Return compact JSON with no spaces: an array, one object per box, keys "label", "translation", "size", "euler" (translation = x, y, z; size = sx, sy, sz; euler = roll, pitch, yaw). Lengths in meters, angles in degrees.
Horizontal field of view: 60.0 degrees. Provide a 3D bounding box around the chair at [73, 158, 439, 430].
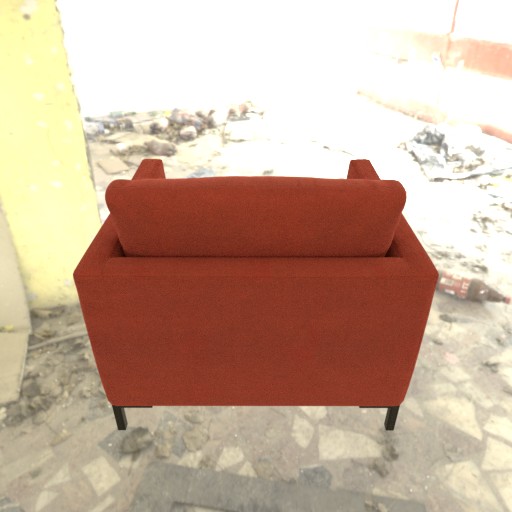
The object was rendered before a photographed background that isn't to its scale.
[{"label":"chair","translation":[0.000,0.000,1.592],"size":[0.964,0.812,0.875],"euler":[0,32,0]}]
